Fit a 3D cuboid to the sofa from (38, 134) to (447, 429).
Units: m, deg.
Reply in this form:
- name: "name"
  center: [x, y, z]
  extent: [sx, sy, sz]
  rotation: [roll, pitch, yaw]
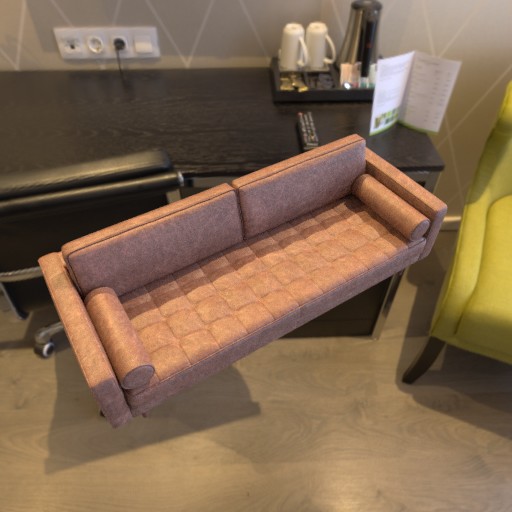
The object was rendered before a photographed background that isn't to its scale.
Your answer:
- name: "sofa"
  center: [0.000, 0.000, 2.636]
  extent: [2.210, 0.762, 0.914]
  rotation: [-25, 52, -21]
